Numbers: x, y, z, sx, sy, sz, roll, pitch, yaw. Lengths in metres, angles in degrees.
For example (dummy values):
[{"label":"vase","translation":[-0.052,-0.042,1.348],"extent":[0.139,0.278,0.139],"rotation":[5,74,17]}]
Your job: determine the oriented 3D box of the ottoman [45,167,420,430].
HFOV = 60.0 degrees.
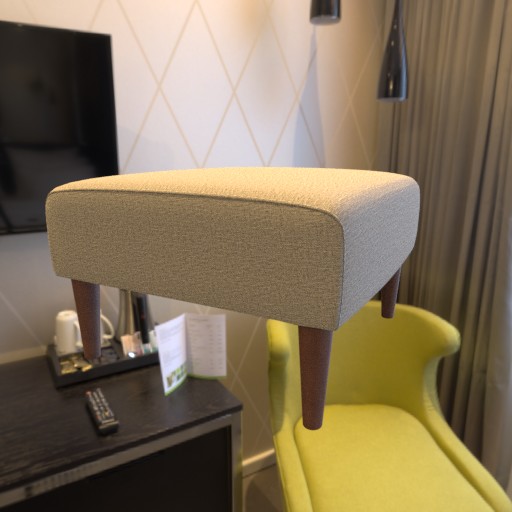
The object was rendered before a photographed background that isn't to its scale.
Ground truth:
[{"label":"ottoman","translation":[0.000,0.000,1.044],"extent":[0.649,0.398,0.650],"rotation":[7,16,28]}]
